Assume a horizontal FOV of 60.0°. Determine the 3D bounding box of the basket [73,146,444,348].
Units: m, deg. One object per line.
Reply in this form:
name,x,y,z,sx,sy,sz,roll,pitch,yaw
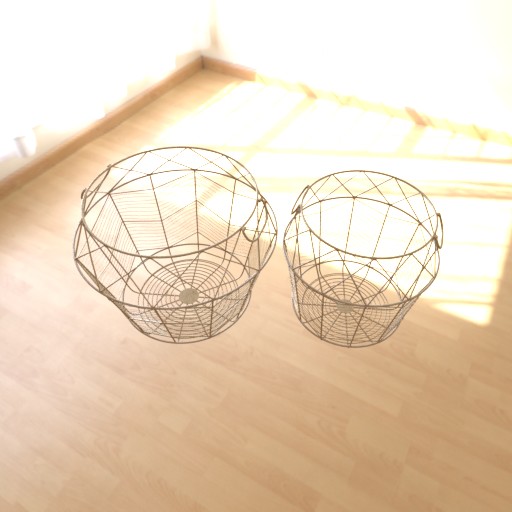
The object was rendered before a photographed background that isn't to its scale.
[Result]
basket,0.000,0.000,1.037,0.805,0.343,0.451,3,46,3
